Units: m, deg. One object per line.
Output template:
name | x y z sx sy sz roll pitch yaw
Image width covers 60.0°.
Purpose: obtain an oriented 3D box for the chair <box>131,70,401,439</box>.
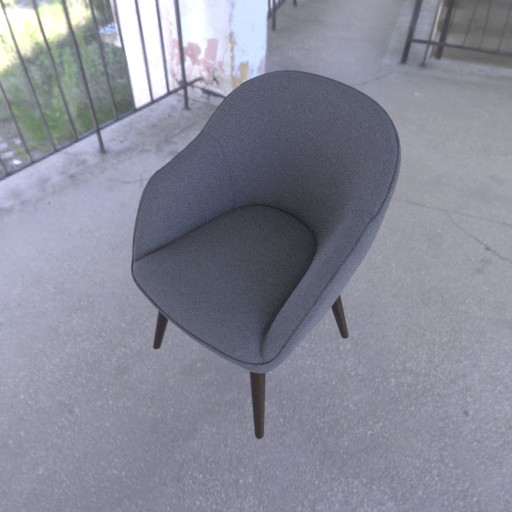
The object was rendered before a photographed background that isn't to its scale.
chair | 0.000 0.000 1.248 0.589 0.810 0.611 32 54 27
